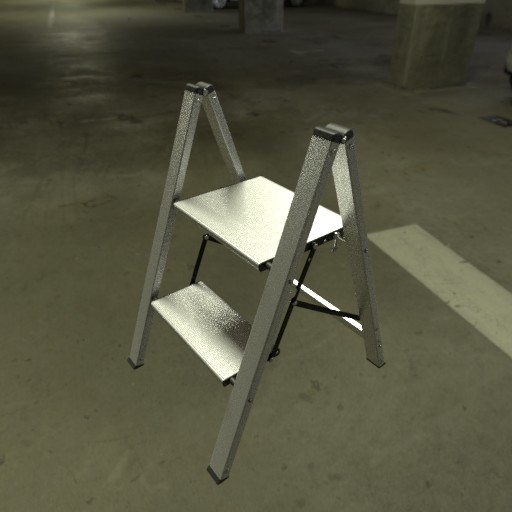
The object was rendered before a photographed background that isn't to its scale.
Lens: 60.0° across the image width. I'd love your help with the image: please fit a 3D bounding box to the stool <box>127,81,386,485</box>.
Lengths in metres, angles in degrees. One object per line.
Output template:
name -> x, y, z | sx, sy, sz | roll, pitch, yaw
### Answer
stool -> 0.000, 0.000, 0.995 | 0.535, 0.670, 0.440 | -23, 39, -31
